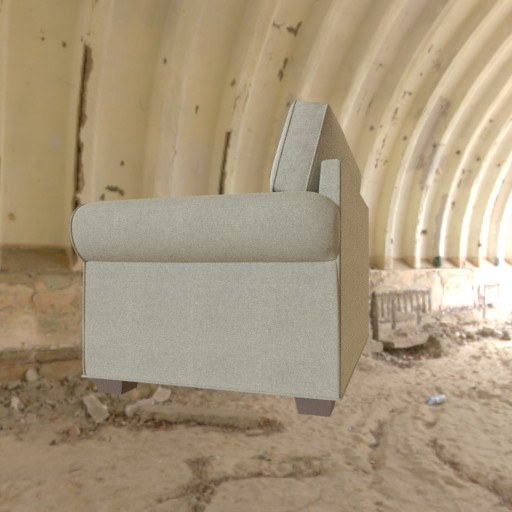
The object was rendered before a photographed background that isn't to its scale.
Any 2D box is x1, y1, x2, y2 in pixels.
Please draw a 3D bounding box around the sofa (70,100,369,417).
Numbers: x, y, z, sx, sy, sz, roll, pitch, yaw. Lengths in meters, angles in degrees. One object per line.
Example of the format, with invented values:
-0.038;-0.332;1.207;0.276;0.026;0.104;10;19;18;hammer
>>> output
0.000;0.000;2.045;0.936;0.991;1.405;0;-1;18;sofa
